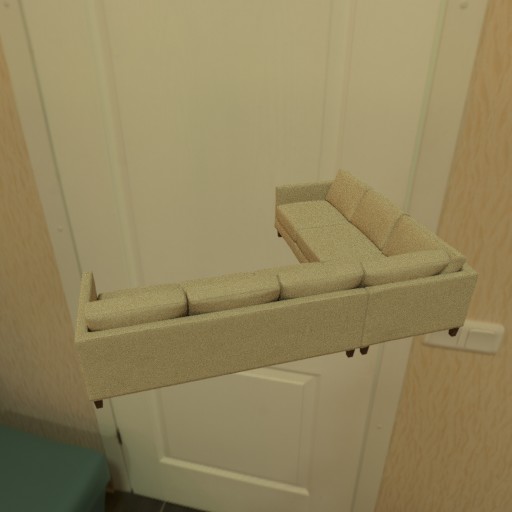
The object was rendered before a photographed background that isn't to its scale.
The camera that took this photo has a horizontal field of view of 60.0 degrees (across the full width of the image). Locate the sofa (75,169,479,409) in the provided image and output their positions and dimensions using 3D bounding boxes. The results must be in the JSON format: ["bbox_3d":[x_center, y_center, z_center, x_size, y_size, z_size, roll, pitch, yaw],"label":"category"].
[{"bbox_3d":[0.000,0.000,4.415,3.182,0.863,2.432,-8,30,-14],"label":"sofa"}]
